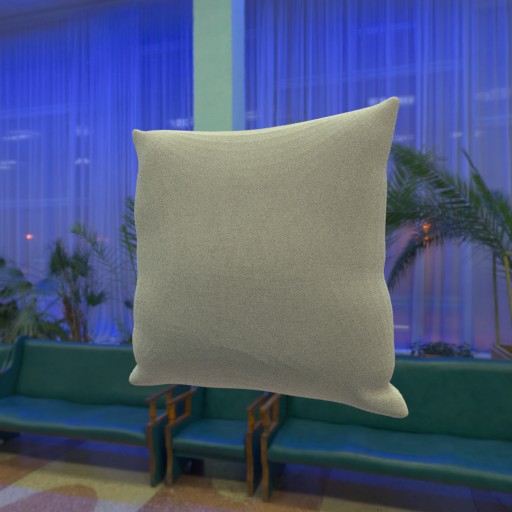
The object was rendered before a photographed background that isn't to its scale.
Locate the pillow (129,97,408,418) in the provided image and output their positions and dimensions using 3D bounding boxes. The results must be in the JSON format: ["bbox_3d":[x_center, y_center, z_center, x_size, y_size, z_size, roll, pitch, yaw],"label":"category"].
[{"bbox_3d":[0.000,0.000,0.679,0.440,0.441,0.182,0,0,18],"label":"pillow"}]
